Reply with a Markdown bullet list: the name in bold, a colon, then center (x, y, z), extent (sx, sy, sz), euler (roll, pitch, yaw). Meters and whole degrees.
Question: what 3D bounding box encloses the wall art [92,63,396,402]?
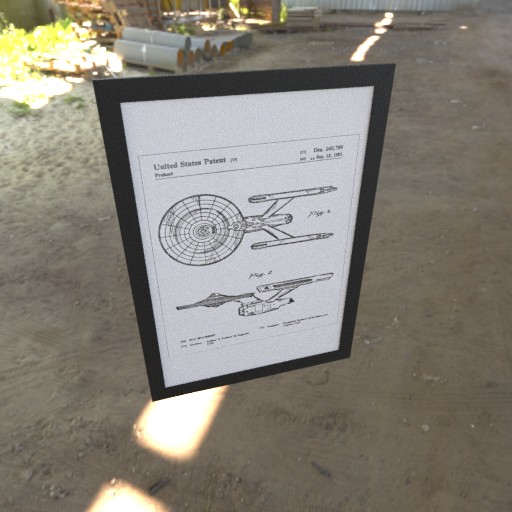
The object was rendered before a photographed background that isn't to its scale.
- **wall art**: center (0.000, 0.000, 0.678), extent (0.379, 0.530, 0.008), euler (-9, 33, -14)
